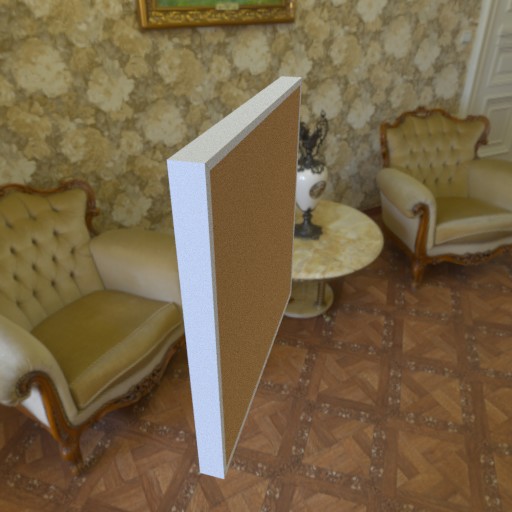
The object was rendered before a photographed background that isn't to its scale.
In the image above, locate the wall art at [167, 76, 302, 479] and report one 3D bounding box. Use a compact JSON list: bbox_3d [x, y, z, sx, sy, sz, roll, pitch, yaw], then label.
[{"bbox_3d":[0.000,0.000,0.462,0.024,0.304,0.304,8,32,13],"label":"wall art"}]
